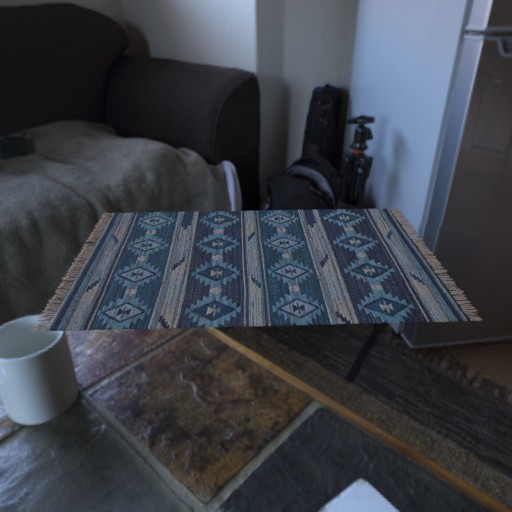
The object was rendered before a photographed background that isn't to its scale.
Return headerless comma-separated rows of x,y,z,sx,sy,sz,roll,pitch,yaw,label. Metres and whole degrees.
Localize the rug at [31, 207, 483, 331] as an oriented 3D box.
0.000,0.000,2.387,1.936,0.028,1.181,-1,30,-2,rug
